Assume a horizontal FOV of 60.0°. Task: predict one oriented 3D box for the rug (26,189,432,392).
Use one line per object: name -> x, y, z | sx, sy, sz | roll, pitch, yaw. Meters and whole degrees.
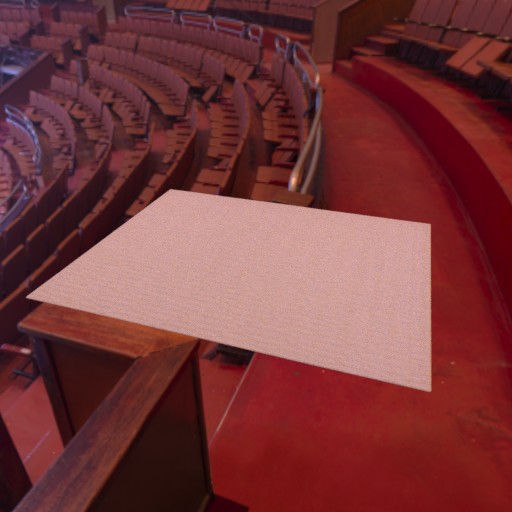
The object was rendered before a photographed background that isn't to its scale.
rug -> 0.000, 0.000, 4.087 | 3.055, 0.021, 2.410 | 10, 32, 16
